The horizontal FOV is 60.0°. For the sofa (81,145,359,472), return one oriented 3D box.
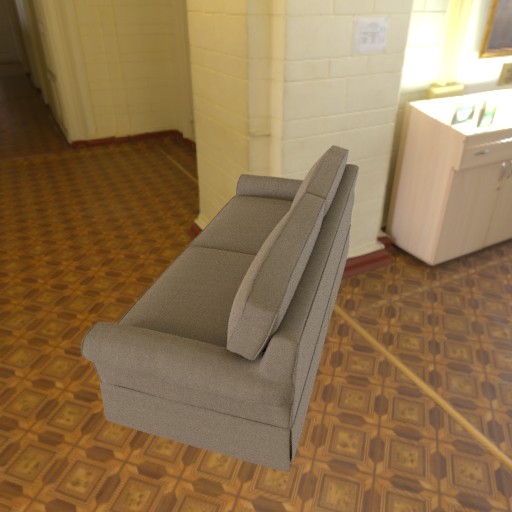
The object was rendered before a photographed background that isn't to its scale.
[{"bbox_3d":[0.000,0.000,2.762,0.991,0.943,2.248,9,31,15],"label":"sofa"}]
